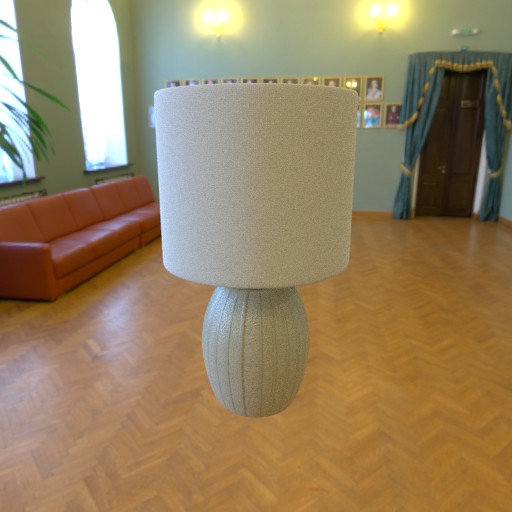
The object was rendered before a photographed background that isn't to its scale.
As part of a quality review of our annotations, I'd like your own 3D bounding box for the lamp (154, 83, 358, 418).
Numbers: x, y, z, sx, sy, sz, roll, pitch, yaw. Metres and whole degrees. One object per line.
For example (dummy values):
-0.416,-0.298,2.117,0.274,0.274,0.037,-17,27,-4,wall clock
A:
0.000,0.000,0.799,0.329,0.570,0.329,2,15,6,lamp
